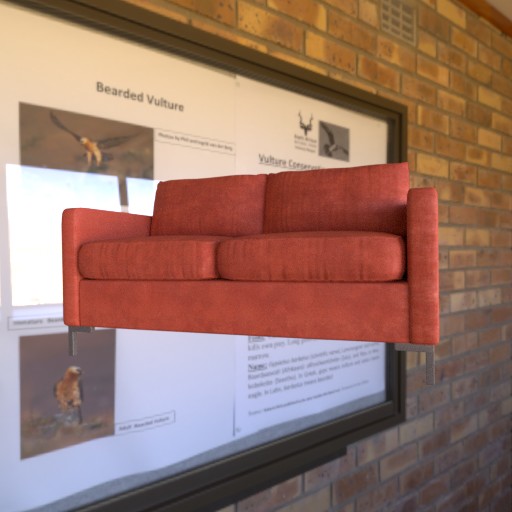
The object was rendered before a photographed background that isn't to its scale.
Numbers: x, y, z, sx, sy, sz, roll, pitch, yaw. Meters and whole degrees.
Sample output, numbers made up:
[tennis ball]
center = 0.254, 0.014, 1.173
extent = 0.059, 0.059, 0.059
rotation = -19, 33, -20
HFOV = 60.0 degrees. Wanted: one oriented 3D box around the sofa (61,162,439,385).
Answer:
[sofa]
center = 0.000, 0.000, 2.102
extent = 1.574, 0.896, 0.864
rotation = 0, 0, 19
